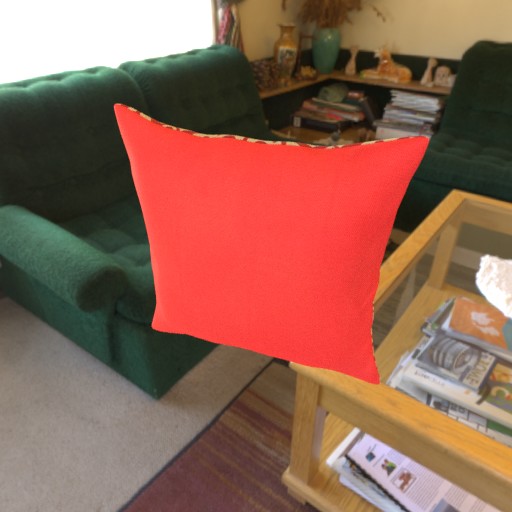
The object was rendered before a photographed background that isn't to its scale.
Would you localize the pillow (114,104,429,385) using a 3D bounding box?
[{"bbox_3d":[0.000,0.000,0.824,0.522,0.507,0.192,11,34,17],"label":"pillow"}]
